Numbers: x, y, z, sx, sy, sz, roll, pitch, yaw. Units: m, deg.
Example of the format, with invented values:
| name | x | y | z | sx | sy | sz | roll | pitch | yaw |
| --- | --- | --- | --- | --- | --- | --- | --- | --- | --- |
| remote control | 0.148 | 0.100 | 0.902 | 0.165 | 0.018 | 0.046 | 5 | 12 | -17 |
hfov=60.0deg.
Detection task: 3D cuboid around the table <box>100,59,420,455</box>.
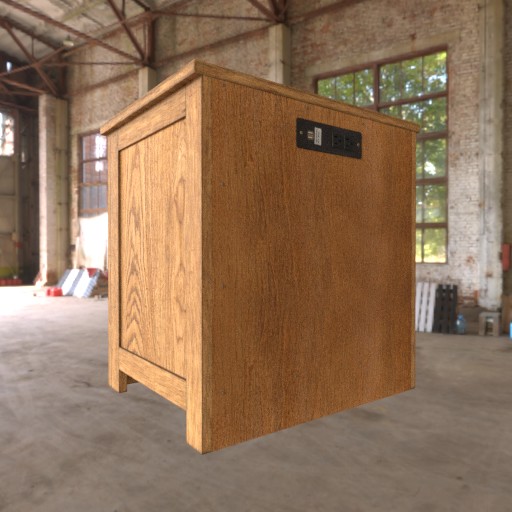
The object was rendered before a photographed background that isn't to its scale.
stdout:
| name | x | y | z | sx | sy | sz | roll | pitch | yaw |
| --- | --- | --- | --- | --- | --- | --- | --- | --- | --- |
| table | 0.000 | 0.000 | 1.068 | 0.601 | 0.625 | 0.494 | -1 | 1 | -37 |
